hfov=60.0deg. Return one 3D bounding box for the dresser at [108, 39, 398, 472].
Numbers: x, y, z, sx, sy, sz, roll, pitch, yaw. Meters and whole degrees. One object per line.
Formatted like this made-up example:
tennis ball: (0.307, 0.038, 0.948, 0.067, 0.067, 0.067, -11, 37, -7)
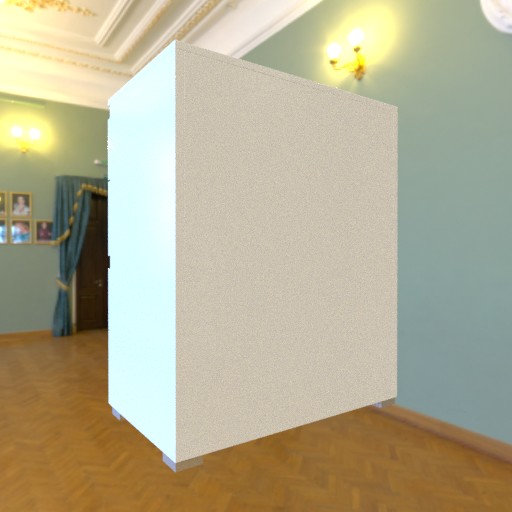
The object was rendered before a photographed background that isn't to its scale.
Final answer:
dresser: (0.000, 0.000, 1.167, 0.650, 0.800, 0.400, 0, 1, -35)
